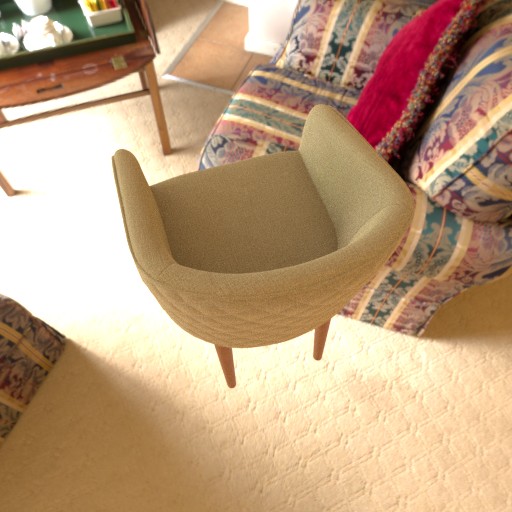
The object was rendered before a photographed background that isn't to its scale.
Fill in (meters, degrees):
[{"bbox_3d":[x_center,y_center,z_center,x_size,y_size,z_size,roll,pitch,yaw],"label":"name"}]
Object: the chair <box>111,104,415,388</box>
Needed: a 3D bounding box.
[{"bbox_3d":[0.000,0.000,1.192,0.584,0.775,0.616,-15,60,-9],"label":"chair"}]
